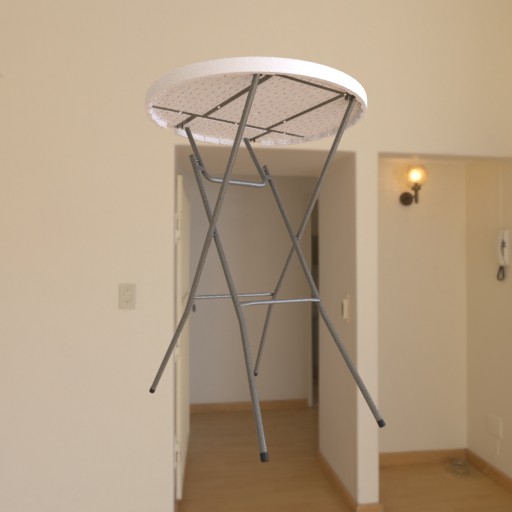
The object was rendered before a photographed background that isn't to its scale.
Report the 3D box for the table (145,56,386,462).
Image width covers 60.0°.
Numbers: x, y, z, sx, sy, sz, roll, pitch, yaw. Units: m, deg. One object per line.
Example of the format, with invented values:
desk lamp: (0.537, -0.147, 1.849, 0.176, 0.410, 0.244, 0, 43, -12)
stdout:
table: (0.000, 0.000, 1.623, 0.792, 1.105, 0.795, 1, -1, -33)
